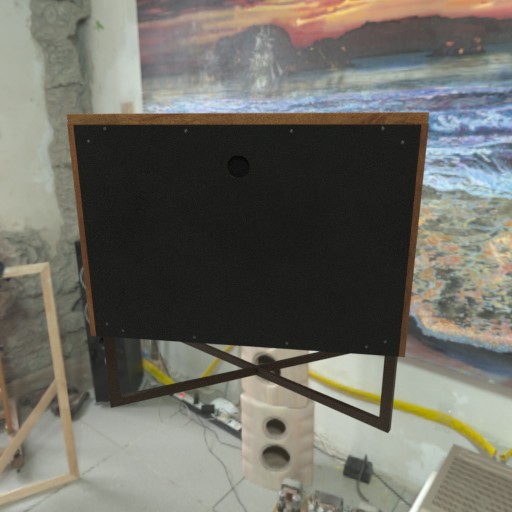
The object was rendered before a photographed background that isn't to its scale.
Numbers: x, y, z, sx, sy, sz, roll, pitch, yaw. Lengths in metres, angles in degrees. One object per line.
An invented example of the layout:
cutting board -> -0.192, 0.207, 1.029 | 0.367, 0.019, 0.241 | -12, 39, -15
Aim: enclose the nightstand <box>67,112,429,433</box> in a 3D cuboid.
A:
nightstand -> 0.000, 0.000, 1.024 | 0.613, 0.615, 0.427 | 2, 16, 8
